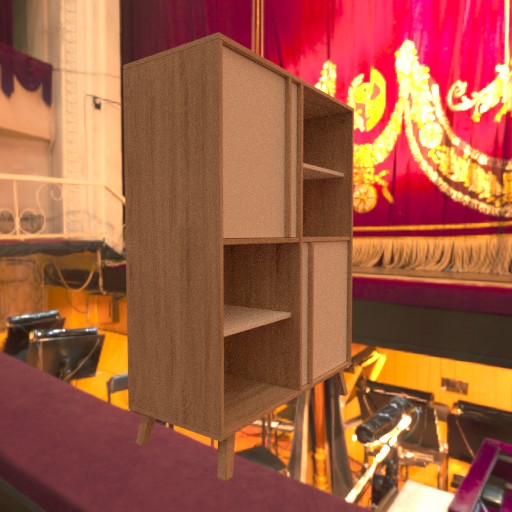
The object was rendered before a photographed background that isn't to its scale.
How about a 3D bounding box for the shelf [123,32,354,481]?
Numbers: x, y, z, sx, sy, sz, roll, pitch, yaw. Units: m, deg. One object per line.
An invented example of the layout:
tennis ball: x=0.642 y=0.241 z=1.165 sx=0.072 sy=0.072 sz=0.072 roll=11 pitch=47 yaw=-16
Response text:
shelf: x=0.000 y=0.000 z=1.891 sx=0.450 sy=1.390 sz=1.000 roll=2 pitch=4 yaw=36
